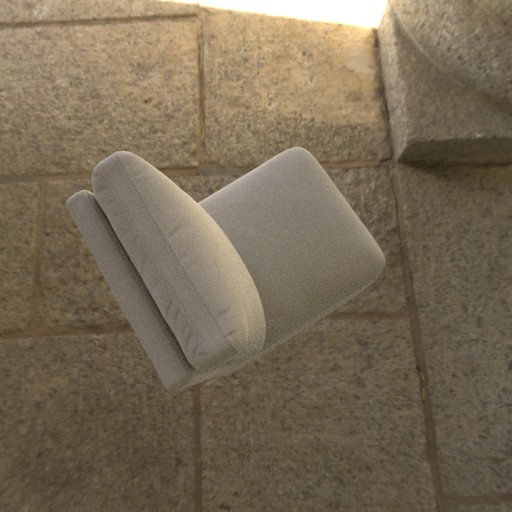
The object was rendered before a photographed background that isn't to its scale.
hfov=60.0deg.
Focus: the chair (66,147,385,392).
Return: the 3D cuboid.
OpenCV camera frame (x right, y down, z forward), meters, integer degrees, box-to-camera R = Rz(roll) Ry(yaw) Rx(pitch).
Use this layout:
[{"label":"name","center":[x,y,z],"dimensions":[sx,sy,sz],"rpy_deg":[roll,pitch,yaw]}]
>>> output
[{"label":"chair","center":[0.000,0.000,1.331],"dimensions":[0.698,0.927,0.503],"rpy_deg":[-31,77,-8]}]
